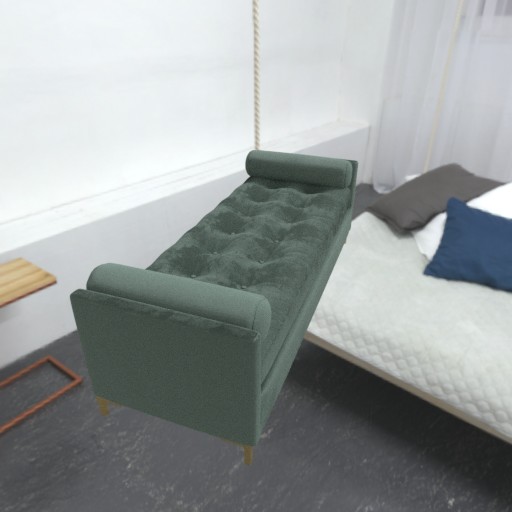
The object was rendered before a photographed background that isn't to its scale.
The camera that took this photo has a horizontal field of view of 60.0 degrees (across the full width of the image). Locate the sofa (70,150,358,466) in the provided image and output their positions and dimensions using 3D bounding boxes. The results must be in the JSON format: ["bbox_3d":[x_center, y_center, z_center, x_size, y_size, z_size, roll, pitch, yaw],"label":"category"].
[{"bbox_3d":[0.000,0.000,2.566,0.796,0.705,2.102,11,31,18],"label":"sofa"}]
